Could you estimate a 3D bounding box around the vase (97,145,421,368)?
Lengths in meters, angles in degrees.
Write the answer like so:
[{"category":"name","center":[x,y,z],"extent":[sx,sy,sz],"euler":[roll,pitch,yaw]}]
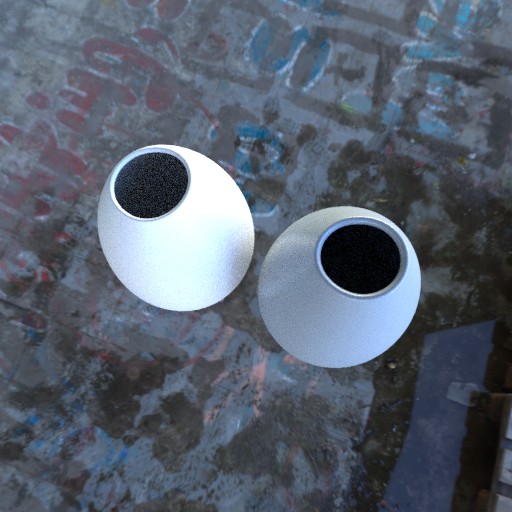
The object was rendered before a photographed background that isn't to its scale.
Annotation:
[{"category":"vase","center":[0.000,0.000,0.252],"extent":[0.187,0.131,0.089],"euler":[20,76,5]}]
